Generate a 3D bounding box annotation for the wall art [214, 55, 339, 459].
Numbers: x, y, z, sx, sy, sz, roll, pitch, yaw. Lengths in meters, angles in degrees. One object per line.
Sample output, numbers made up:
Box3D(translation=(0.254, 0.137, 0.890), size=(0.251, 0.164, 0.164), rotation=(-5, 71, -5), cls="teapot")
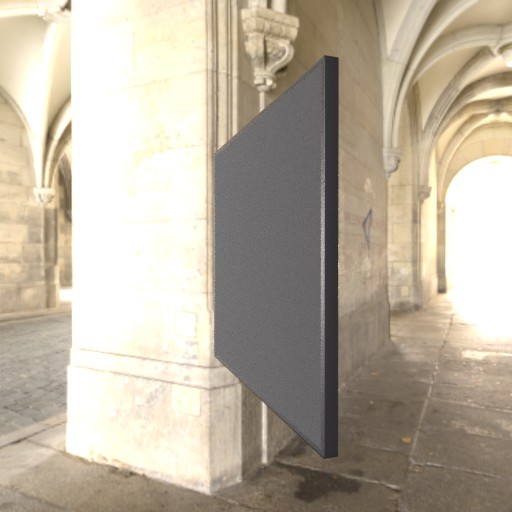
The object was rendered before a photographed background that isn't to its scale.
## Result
Box3D(translation=(0.000, 0.000, 0.742), size=(0.018, 0.450, 0.521), rotation=(0, 0, -19), cls="wall art")
